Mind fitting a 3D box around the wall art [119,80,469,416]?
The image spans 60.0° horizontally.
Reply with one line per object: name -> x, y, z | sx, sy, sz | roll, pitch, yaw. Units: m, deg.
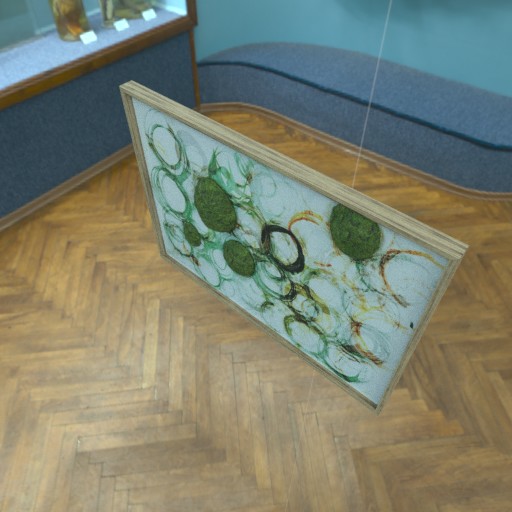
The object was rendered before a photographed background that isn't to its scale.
wall art -> 0.000, 0.000, 1.099 | 0.841, 0.609, 0.063 | 33, 56, 26
